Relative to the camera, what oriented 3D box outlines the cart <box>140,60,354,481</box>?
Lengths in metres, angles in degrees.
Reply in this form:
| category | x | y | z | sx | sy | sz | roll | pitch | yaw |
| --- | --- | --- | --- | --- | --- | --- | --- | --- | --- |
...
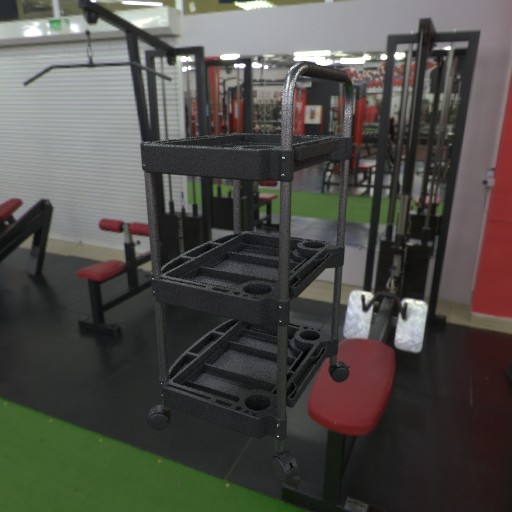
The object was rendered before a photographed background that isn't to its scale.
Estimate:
| category | x | y | z | sx | sy | sz | roll | pitch | yaw |
| --- | --- | --- | --- | --- | --- | --- | --- | --- | --- |
| cart | 0.000 | 0.000 | 1.379 | 0.518 | 1.075 | 0.584 | 9 | 21 | 25 |
